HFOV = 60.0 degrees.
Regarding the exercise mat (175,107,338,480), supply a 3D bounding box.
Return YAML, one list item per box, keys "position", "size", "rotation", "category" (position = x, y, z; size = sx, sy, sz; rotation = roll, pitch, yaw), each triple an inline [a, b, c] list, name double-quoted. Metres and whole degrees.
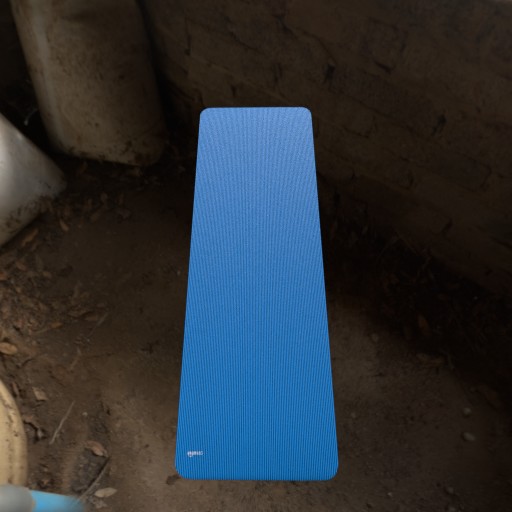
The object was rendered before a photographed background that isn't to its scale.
- position: [0.000, 0.000, 2.067]
  size: [0.616, 0.021, 1.869]
  rotation: [0, 63, 0]
  category: "exercise mat"
